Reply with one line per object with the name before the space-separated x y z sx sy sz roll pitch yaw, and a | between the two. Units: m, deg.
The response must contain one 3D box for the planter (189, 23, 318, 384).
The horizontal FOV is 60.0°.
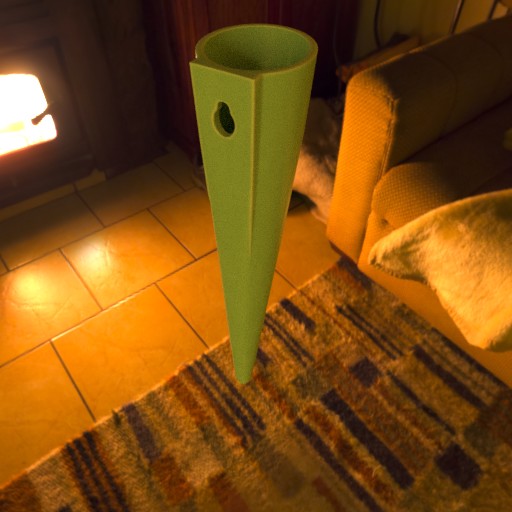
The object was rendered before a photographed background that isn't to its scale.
planter | 0.000 0.000 0.292 0.054 0.268 0.055 24 51 21
